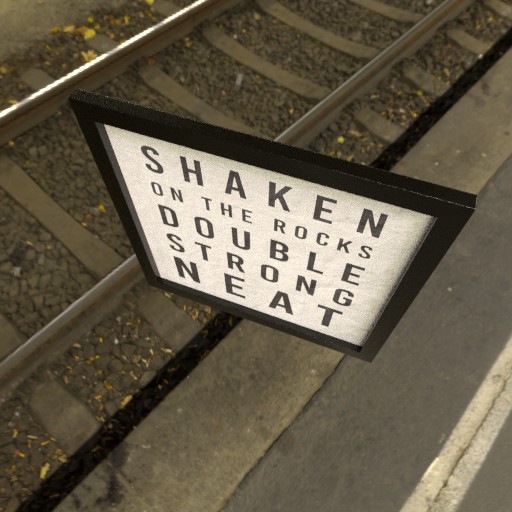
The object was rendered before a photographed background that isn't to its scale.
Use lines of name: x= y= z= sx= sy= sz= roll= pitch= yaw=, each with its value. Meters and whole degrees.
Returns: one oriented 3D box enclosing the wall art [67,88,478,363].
wall art: x=0.000 y=0.000 z=0.508 sx=0.349 sy=0.349 sz=0.014 roll=18 pitch=60 yaw=11
